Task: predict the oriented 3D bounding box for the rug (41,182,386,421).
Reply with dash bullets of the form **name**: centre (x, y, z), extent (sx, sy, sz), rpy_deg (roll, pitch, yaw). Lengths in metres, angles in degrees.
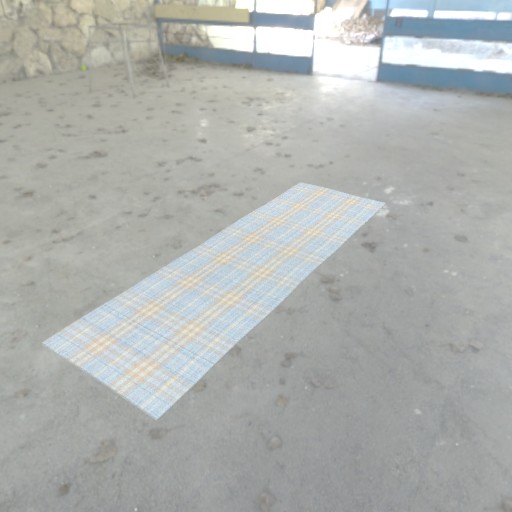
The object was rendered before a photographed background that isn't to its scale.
- **rug**: centre (0.000, 0.000, 2.746), extent (0.762, 0.013, 2.439), rpy_deg (20, 36, 29)
